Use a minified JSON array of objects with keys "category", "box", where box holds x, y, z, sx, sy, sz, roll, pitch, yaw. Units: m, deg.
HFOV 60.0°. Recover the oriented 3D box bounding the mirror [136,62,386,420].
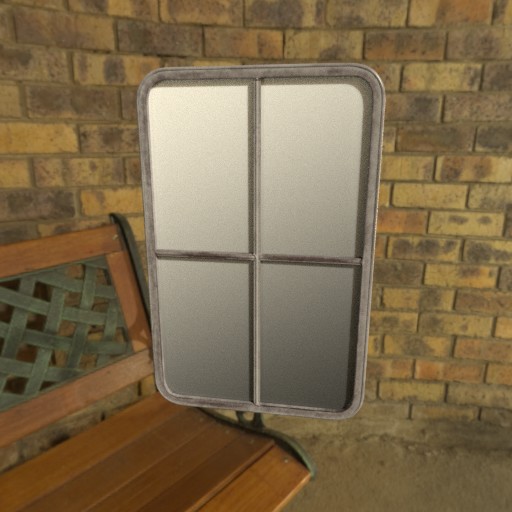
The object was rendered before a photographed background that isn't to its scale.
[{"category":"mirror","box":[0.000,0.000,0.894,0.461,0.713,0.024,2,15,9]}]
